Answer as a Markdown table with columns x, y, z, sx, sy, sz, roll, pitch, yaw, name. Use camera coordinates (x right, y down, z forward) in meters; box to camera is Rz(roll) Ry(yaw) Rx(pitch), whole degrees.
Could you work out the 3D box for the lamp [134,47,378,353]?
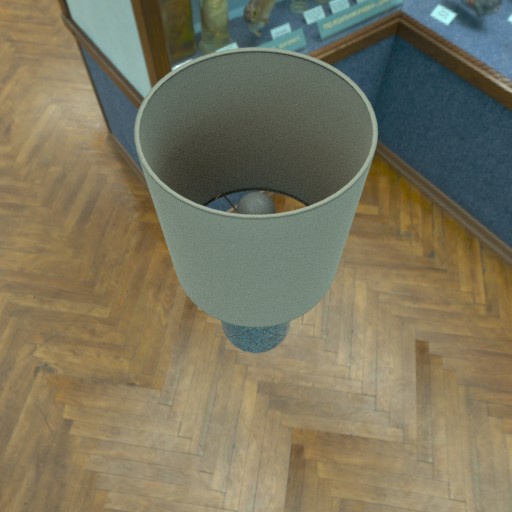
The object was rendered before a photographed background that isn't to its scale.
| x | y | z | sx | sy | sz | roll | pitch | yaw | name |
| --- | --- | --- | --- | --- | --- | --- | --- | --- | --- |
| 0.000 | 0.000 | 0.765 | 0.278 | 0.597 | 0.278 | -30 | 63 | -17 | lamp |
